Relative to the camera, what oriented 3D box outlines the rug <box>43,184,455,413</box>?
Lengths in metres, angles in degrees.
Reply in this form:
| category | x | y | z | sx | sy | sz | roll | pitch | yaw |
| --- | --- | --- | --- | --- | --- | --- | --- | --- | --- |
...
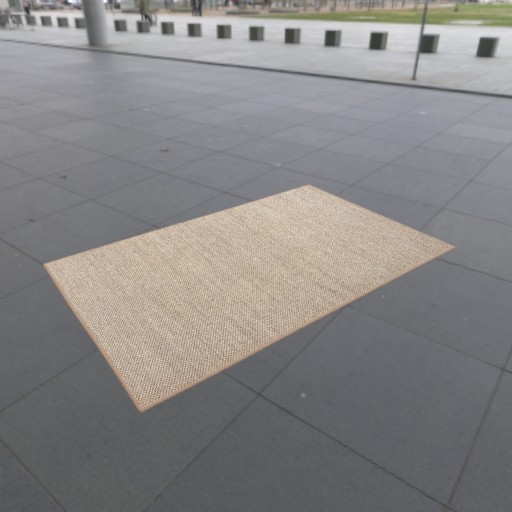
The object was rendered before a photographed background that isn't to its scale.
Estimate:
| category | x | y | z | sx | sy | sz | roll | pitch | yaw |
| --- | --- | --- | --- | --- | --- | --- | --- | --- | --- |
| rug | 0.000 | 0.000 | 2.107 | 1.668 | 0.012 | 1.061 | -21 | 36 | -31 |
